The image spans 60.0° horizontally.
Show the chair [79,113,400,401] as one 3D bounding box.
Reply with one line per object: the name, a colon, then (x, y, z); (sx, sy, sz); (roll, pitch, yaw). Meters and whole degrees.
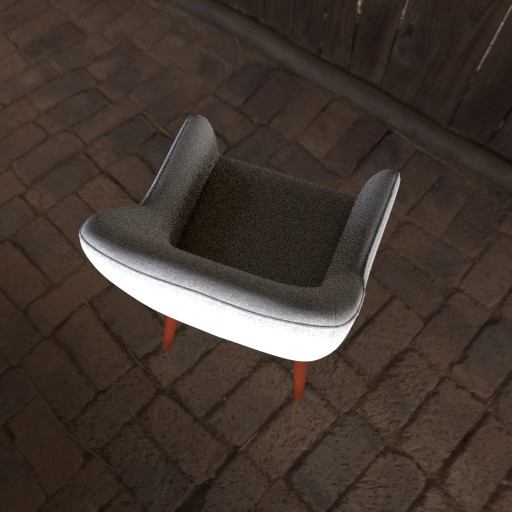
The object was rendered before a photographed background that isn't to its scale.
chair: (0.000, 0.000, 1.237); (0.610, 0.813, 0.610); (18, 64, 9)
